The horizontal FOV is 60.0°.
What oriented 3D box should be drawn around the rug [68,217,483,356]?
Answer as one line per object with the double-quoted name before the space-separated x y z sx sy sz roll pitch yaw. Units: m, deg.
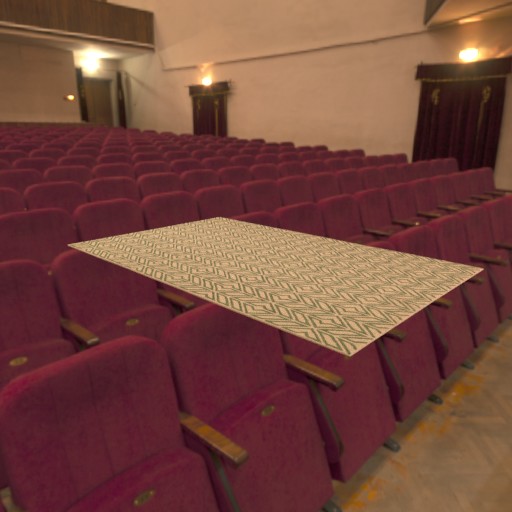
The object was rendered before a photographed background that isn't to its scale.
"rug" 0.000 0.000 3.014 2.435 0.011 1.517 15 21 42
